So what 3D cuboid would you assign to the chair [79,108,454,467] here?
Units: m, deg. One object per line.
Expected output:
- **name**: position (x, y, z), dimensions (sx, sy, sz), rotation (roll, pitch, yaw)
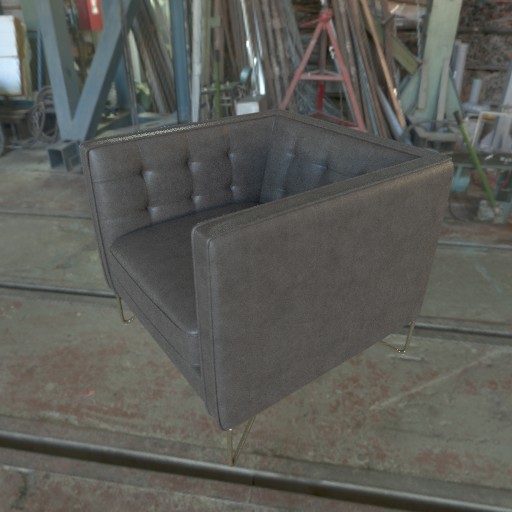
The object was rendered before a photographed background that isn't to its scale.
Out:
- **chair**: position (0.000, 0.000, 1.595), dimensions (0.894, 0.790, 0.880), rotation (-20, 36, -31)
